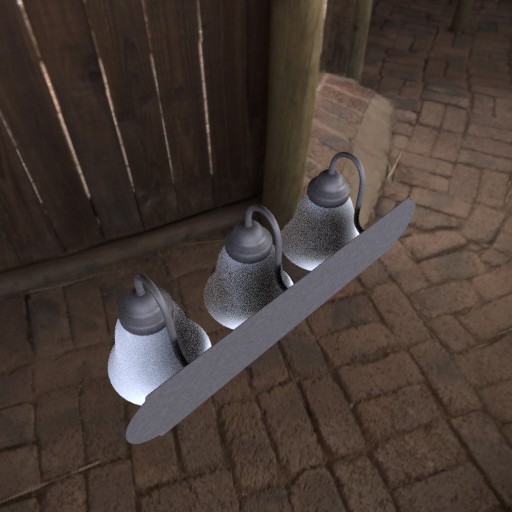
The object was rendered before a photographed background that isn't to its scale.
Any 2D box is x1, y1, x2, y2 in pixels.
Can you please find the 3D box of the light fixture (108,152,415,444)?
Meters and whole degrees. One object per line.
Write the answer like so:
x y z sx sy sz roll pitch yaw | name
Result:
0.000 0.000 0.708 0.610 0.222 0.199 -34 56 -27 | light fixture
